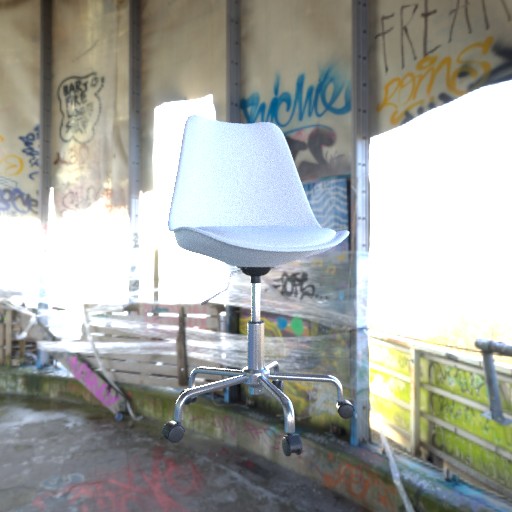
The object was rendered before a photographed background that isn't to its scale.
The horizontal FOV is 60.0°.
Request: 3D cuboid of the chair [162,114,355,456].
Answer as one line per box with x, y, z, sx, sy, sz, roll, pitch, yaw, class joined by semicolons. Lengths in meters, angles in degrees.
0.000;0.000;1.271;0.550;0.930;0.550;0;-1;-19;chair
